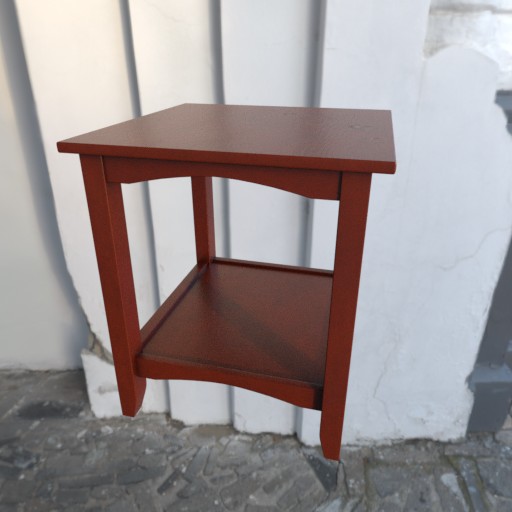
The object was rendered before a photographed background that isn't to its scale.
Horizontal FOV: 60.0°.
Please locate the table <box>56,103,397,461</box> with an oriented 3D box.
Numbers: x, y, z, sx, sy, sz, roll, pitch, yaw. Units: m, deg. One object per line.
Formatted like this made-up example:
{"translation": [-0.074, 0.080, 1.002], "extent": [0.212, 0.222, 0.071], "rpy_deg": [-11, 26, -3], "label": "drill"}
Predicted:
{"translation": [0.000, 0.000, 0.958], "extent": [0.522, 0.558, 0.523], "rpy_deg": [8, 27, 15], "label": "table"}
